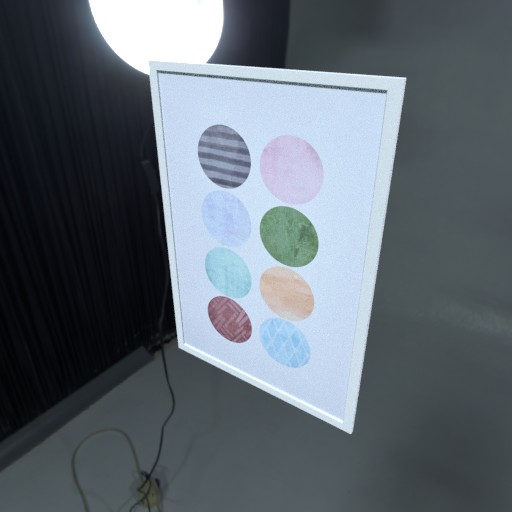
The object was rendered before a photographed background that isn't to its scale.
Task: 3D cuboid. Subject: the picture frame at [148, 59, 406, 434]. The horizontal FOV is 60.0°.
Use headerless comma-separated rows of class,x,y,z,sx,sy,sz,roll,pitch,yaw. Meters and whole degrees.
picture frame,0.000,0.000,1.195,0.659,0.940,0.013,18,33,30
